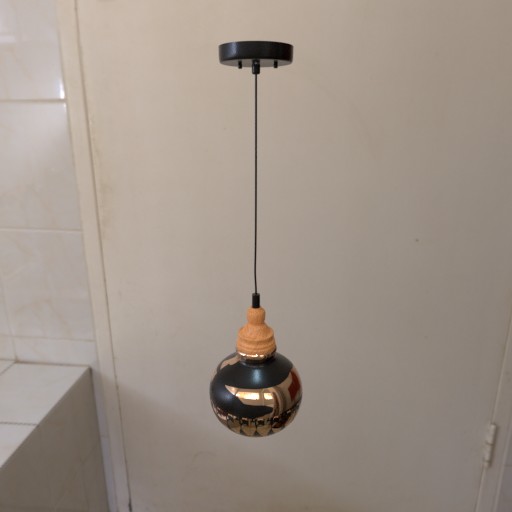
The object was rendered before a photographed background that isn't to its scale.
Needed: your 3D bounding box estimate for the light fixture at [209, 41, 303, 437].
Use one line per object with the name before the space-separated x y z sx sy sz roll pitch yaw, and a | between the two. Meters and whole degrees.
light fixture | 0.000 0.000 1.865 0.430 1.606 0.430 2 17 8
